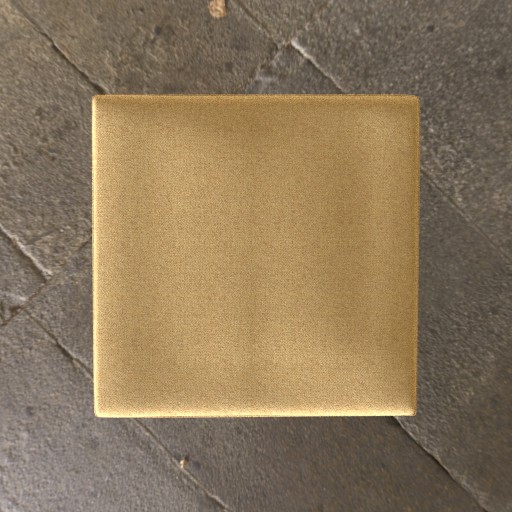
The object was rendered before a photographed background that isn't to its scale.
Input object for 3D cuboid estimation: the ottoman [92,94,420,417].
[{"bbox_3d":[0.000,0.000,1.470,0.981,0.378,0.970,0,91,-1],"label":"ottoman"}]
